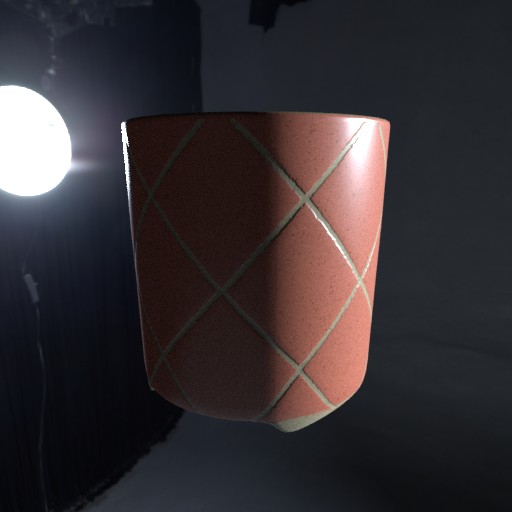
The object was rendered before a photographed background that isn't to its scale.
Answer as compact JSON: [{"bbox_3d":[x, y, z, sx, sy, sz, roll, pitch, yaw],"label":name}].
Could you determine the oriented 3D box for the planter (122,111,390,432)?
[{"bbox_3d":[0.000,0.000,0.349,0.191,0.200,0.191,0,12,0],"label":"planter"}]
